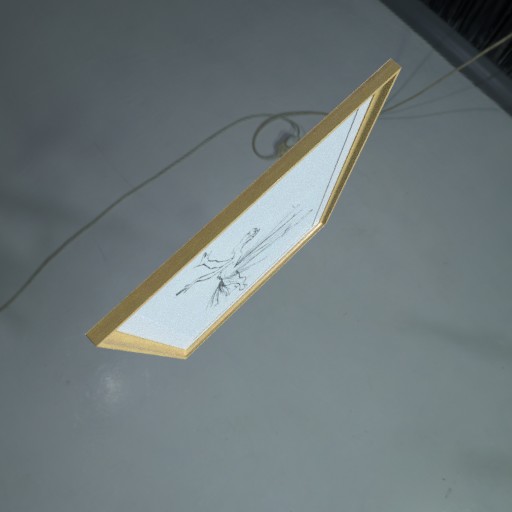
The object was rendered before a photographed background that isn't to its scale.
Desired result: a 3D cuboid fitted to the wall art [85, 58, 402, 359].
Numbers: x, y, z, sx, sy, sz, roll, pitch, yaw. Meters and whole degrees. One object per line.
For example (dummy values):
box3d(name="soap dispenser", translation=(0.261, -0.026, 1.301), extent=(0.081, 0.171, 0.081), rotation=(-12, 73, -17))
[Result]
box3d(name="wall art", translation=(0.000, 0.000, 1.320), extent=(0.798, 1.002, 0.030), rotation=(-43, 80, -10))
